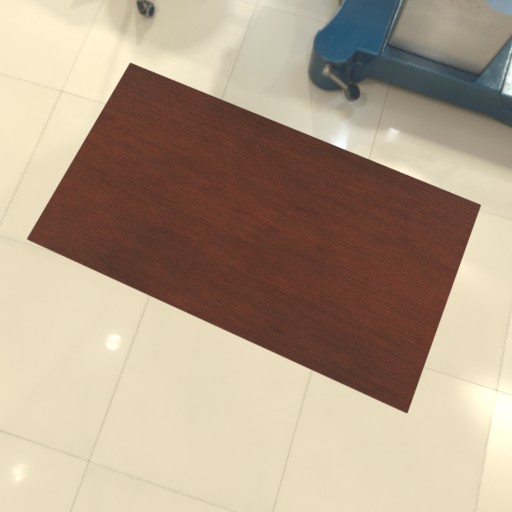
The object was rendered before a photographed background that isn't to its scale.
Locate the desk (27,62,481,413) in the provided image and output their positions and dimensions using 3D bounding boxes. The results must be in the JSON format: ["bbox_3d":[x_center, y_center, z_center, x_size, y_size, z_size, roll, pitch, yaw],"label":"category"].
[{"bbox_3d":[0.000,0.000,1.479,1.001,0.762,0.549,24,78,5],"label":"desk"}]
